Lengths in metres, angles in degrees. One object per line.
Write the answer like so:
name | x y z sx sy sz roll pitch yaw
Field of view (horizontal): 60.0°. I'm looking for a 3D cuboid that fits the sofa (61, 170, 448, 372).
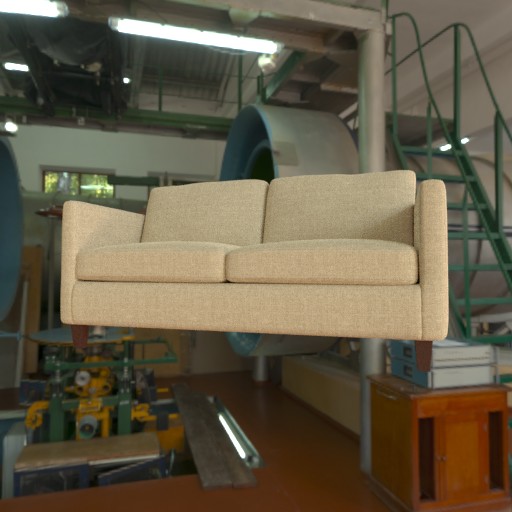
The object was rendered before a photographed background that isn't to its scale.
sofa | 0.000 0.000 2.447 1.884 0.963 0.950 -1 -2 18
